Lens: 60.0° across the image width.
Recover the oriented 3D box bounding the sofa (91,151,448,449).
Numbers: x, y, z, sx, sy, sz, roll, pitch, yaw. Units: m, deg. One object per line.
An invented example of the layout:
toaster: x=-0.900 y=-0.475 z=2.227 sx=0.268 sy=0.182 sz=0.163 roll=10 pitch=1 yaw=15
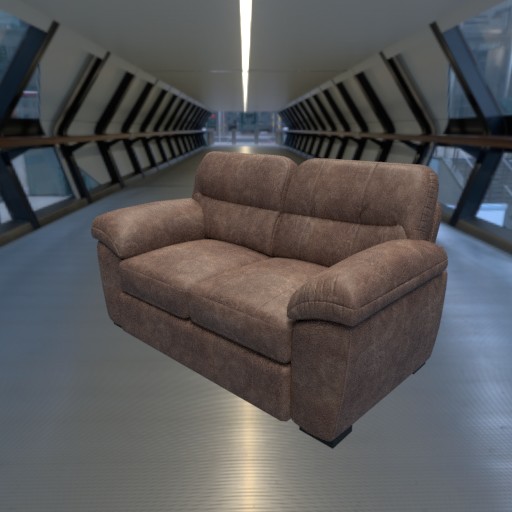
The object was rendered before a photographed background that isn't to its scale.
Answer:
sofa: x=0.000 y=0.000 z=2.346 sx=1.753 sy=0.991 sz=0.991 roll=15 pitch=23 yaw=41
